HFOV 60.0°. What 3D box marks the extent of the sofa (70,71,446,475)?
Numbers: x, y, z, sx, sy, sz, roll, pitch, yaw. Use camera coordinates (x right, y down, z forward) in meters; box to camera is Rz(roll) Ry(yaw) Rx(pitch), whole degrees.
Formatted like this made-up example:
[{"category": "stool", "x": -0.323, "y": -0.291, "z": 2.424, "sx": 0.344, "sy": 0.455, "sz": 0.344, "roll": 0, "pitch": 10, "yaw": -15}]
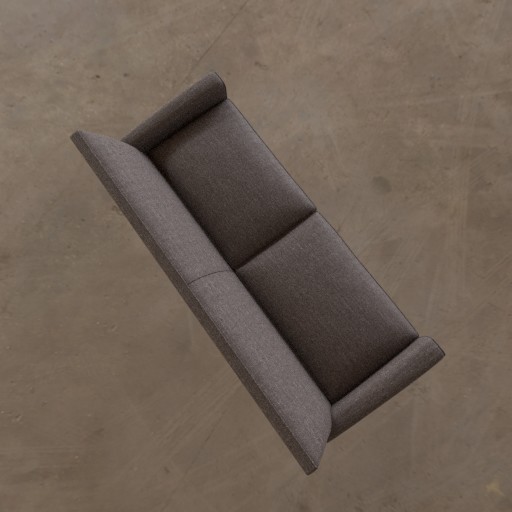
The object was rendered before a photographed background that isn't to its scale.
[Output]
[{"category": "sofa", "x": 0.000, "y": 0.000, "z": 2.448, "sx": 0.875, "sy": 0.846, "sz": 1.976, "roll": -36, "pitch": 79, "yaw": -8}]
